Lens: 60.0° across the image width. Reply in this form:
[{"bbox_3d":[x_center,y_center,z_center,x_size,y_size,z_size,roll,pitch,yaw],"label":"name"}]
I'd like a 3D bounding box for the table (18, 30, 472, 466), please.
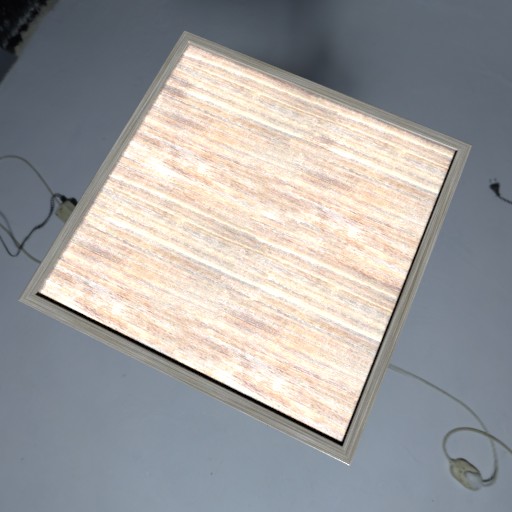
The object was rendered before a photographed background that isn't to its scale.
[{"bbox_3d":[0.000,0.000,1.036,0.609,0.507,0.611,24,76,6],"label":"table"}]
